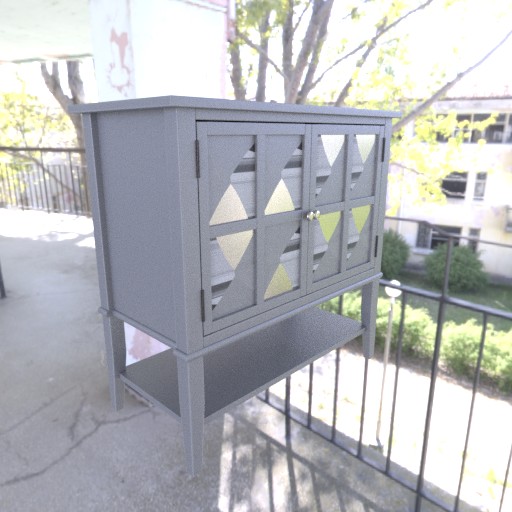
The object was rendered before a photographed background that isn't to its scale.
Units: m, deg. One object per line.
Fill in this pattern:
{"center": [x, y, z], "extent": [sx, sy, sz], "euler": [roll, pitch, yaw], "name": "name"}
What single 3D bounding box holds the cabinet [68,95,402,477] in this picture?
{"center": [0.000, 0.000, 1.236], "extent": [0.396, 0.780, 0.801], "euler": [15, 21, 42], "name": "cabinet"}
